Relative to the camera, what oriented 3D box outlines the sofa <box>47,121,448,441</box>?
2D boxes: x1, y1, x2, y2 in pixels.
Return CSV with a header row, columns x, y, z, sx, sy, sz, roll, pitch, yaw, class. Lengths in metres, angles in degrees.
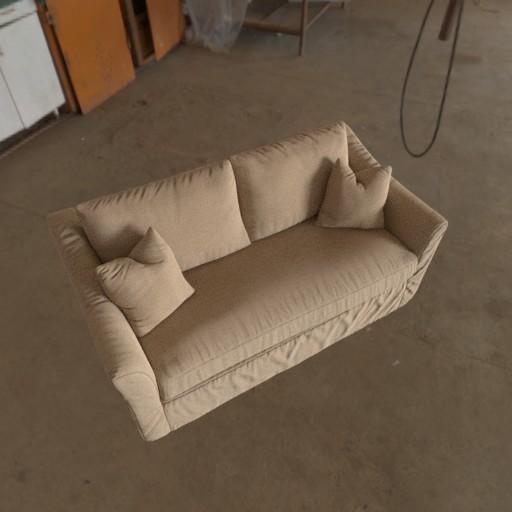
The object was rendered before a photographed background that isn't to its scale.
x,y,z,sx,sy,sz,roll,pitch,yaw,class
0.000,0.000,2.642,2.010,1.018,1.072,-23,50,-21,sofa
